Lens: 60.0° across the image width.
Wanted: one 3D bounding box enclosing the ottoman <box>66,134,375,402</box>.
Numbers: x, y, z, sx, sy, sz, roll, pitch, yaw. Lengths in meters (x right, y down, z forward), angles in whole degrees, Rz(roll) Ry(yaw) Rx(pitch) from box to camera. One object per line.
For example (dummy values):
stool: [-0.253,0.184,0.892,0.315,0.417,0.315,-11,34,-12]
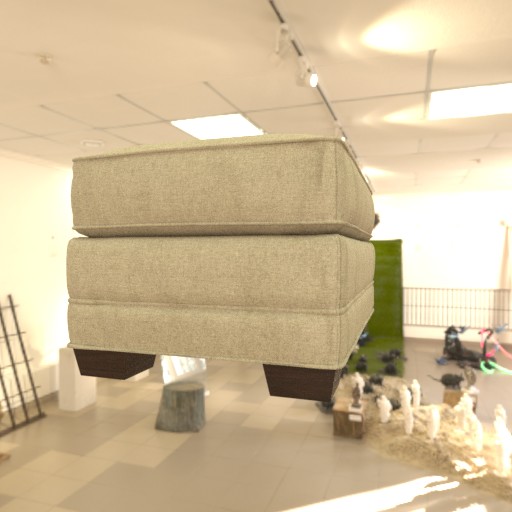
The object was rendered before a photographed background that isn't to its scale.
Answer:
ottoman: [0.000,0.000,1.236,0.611,0.508,0.848,0,1,19]
